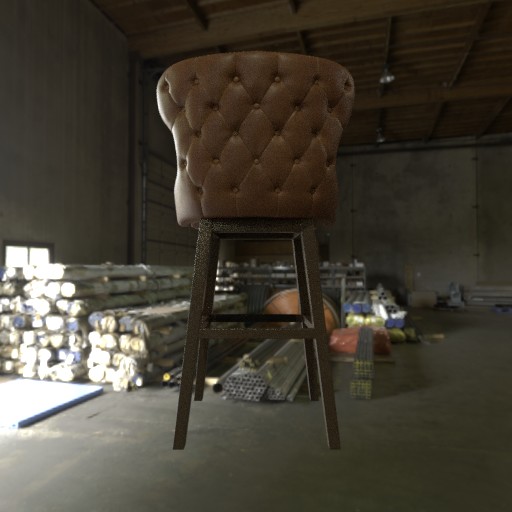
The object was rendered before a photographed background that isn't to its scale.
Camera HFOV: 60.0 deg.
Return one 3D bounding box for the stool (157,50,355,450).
[{"bbox_3d":[0.000,0.000,1.449,0.591,1.087,0.606,0,-2,0],"label":"stool"}]
